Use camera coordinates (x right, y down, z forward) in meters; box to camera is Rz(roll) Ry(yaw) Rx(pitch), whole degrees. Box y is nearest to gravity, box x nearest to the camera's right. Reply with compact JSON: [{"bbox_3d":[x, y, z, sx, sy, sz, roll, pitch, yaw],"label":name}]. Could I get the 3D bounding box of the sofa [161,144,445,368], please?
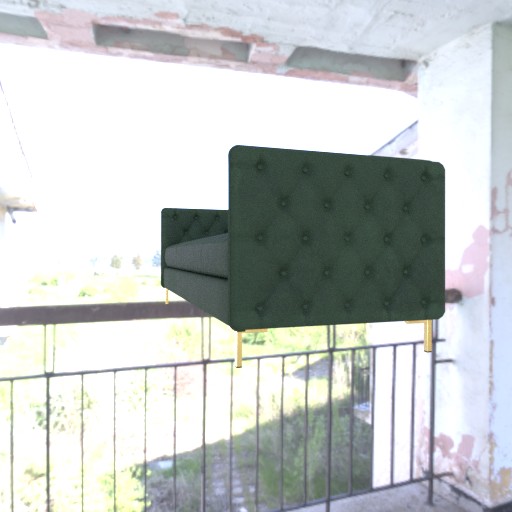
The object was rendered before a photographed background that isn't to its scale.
[{"bbox_3d":[0.000,0.000,2.635,0.895,0.771,2.209,0,0,-18],"label":"sofa"}]
